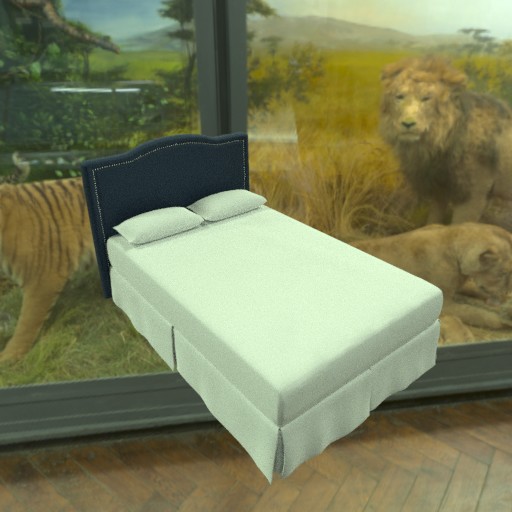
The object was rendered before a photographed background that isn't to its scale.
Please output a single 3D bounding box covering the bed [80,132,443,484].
[{"bbox_3d":[0.000,0.000,3.520,1.741,1.441,2.507,-21,35,-33],"label":"bed"}]
